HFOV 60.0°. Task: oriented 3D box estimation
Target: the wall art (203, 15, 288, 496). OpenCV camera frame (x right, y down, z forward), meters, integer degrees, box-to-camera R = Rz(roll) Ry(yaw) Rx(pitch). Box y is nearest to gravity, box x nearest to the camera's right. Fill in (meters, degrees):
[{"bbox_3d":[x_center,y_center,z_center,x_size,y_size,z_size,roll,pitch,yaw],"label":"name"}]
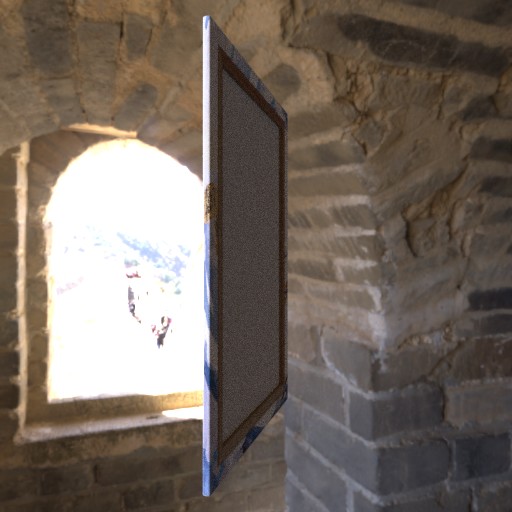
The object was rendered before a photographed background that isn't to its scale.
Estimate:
[{"bbox_3d":[0.000,0.000,1.130,0.016,0.914,0.610,0,0,18],"label":"wall art"}]
